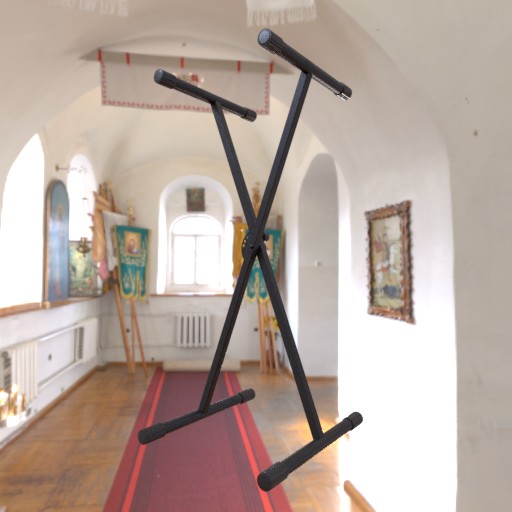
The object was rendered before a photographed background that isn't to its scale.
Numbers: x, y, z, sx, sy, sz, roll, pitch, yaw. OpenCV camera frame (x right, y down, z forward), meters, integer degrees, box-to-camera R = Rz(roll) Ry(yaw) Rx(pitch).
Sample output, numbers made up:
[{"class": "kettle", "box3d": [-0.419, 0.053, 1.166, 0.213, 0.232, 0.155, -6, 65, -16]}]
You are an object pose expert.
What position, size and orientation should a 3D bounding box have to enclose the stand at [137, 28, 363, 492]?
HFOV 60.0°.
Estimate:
[{"class": "stand", "box3d": [0.000, 0.000, 1.174, 0.409, 0.940, 0.449, 0, -1, 37]}]
